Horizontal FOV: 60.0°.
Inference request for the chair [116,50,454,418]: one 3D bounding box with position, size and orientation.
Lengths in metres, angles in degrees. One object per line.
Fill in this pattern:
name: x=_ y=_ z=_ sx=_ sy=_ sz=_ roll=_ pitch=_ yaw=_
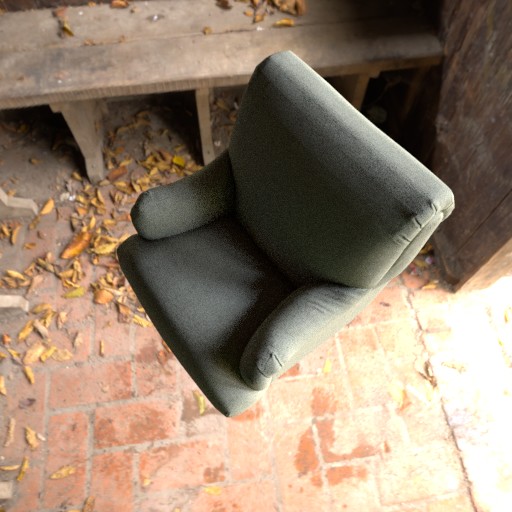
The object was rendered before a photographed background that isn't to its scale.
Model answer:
chair: x=0.000 y=0.000 z=1.973 sx=1.060 sy=1.178 sz=0.964 roll=-34 pitch=68 yaw=-16
